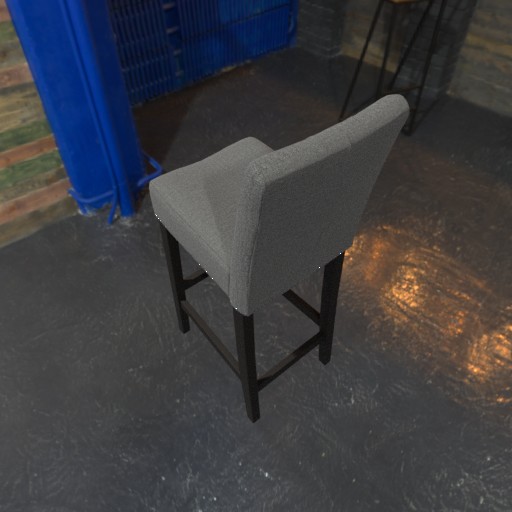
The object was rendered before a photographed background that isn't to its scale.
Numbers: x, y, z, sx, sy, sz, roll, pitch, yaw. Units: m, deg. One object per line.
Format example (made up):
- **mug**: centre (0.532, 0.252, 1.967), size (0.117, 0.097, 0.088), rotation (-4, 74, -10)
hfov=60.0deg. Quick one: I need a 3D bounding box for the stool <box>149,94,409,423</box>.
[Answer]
- **stool**: centre (0.000, 0.000, 1.312), size (0.411, 1.047, 0.548), rotation (-31, 53, -27)
